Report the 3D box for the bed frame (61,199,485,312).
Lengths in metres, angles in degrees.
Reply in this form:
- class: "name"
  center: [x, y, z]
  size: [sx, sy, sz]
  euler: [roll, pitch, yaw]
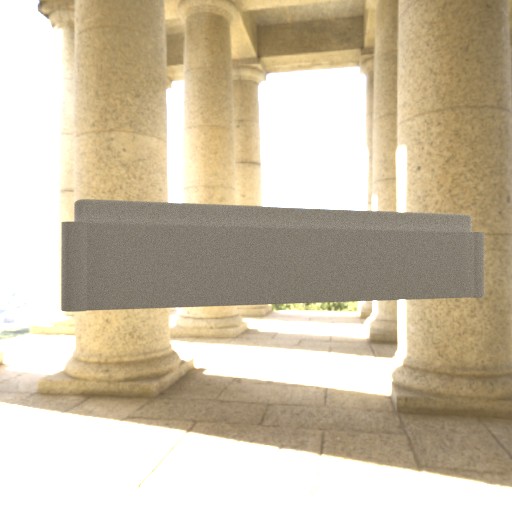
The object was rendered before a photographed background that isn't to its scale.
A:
- class: "bed frame"
  center: [0.000, 0.000, 2.502]
  size: [1.900, 0.406, 1.400]
  euler: [0, -1, -18]
